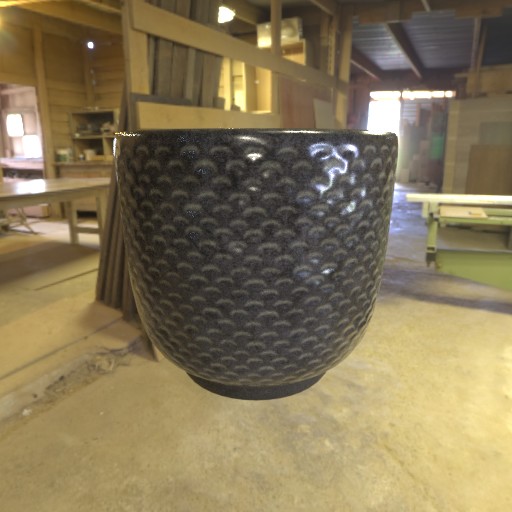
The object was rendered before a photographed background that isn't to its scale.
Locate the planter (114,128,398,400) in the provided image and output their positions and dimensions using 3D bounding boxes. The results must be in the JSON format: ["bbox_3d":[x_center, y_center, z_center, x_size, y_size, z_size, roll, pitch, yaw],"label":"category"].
[{"bbox_3d":[0.000,0.000,0.241,0.140,0.129,0.140,0,14,0],"label":"planter"}]
